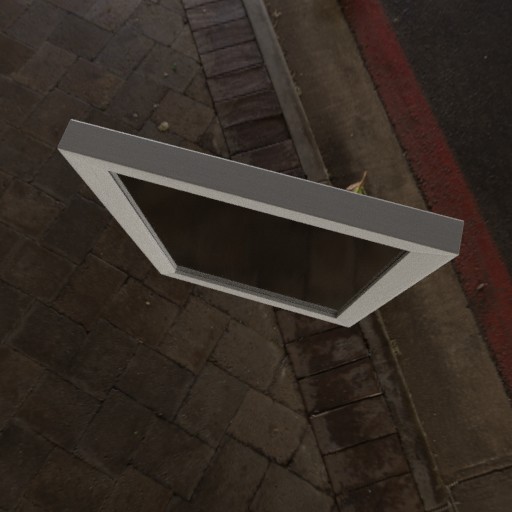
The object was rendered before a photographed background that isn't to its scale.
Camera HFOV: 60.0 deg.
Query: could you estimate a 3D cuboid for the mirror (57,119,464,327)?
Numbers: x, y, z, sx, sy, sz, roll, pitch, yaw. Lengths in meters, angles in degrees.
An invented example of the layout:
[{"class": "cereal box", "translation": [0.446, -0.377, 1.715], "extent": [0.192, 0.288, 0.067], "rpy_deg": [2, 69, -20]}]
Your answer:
[{"class": "mirror", "translation": [0.000, 0.000, 0.678], "extent": [0.405, 0.508, 0.041], "rpy_deg": [15, 74, 5]}]
